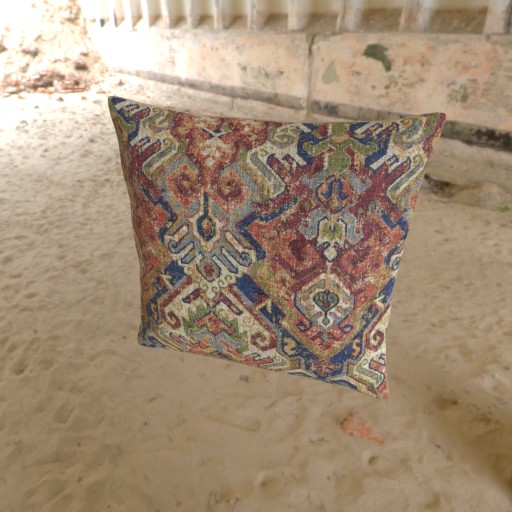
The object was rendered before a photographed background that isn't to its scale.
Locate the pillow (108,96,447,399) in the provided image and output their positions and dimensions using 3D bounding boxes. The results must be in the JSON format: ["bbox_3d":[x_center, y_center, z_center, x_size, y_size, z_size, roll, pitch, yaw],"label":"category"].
[{"bbox_3d":[0.000,0.000,0.766,0.523,0.506,0.166,8,29,15],"label":"pillow"}]
